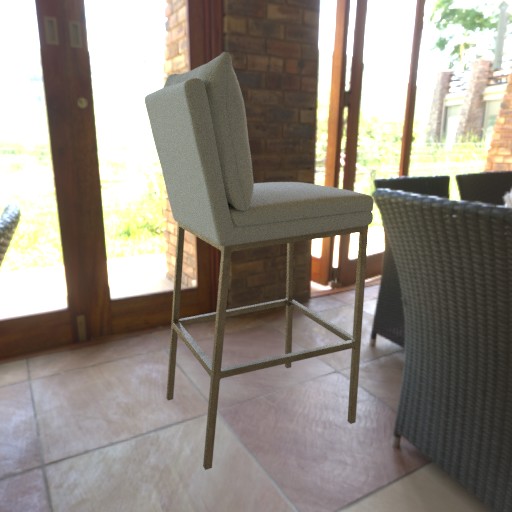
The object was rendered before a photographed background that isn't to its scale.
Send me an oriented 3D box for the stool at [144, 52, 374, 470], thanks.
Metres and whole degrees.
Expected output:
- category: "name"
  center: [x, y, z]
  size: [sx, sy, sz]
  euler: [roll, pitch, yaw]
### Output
- category: "stool"
  center: [0.000, 0.000, 1.434]
  size: [0.572, 1.125, 0.463]
  euler: [-7, 16, -26]
